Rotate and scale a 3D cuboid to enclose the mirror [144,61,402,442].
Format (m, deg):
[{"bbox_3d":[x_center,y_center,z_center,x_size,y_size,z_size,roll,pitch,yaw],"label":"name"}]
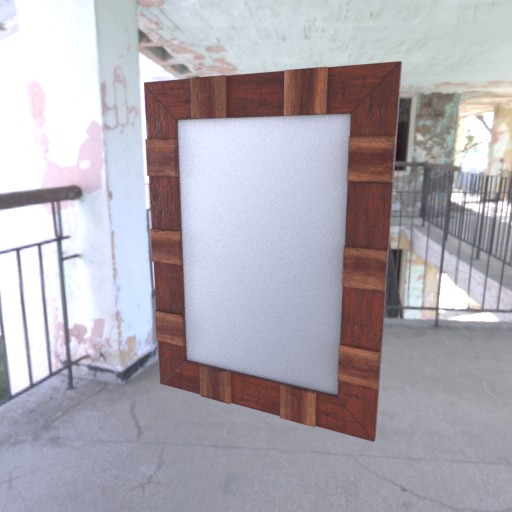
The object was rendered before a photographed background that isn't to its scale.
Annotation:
[{"bbox_3d":[0.000,0.000,1.044,0.600,0.805,0.021,6,15,25],"label":"mirror"}]
